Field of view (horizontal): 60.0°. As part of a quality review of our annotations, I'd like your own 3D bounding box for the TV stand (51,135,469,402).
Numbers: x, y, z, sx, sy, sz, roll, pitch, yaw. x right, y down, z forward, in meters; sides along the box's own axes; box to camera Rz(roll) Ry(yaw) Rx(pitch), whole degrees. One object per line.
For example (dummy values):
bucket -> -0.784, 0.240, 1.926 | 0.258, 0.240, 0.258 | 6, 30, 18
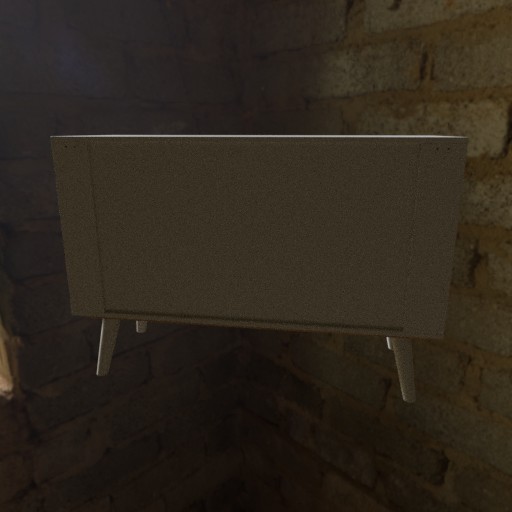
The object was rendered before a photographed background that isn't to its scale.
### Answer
TV stand -> 0.000, 0.000, 1.553 | 1.193, 0.812, 0.406 | 2, 16, 8
